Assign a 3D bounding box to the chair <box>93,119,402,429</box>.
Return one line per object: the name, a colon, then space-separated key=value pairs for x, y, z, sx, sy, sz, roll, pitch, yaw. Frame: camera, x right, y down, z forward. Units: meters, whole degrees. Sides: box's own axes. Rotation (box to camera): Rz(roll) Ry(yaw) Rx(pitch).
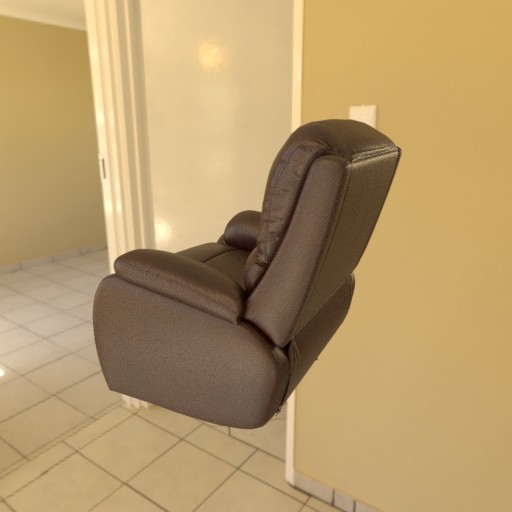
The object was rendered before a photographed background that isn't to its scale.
chair: x=0.000 y=0.000 z=1.718 sx=0.899 sy=1.011 sz=0.930 roll=8 pitch=18 yaw=25
